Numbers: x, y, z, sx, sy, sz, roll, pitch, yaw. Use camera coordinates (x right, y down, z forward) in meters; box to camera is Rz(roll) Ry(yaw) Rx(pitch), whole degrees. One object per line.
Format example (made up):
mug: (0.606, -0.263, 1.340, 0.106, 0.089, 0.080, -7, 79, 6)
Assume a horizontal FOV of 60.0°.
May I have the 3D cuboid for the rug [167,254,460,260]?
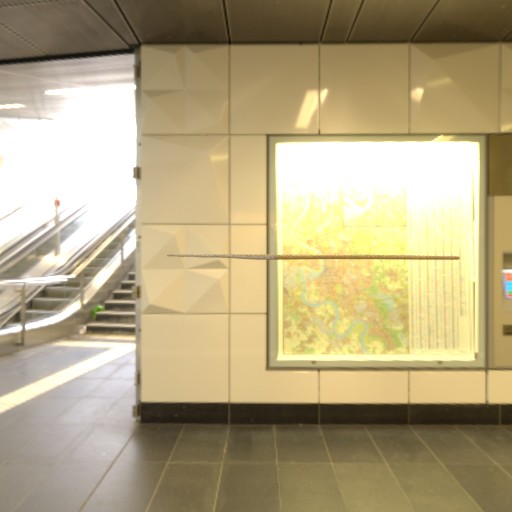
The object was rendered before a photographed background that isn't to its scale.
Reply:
rug: (0.000, 0.000, 2.334, 0.645, 0.015, 2.182, 0, 0, -19)
